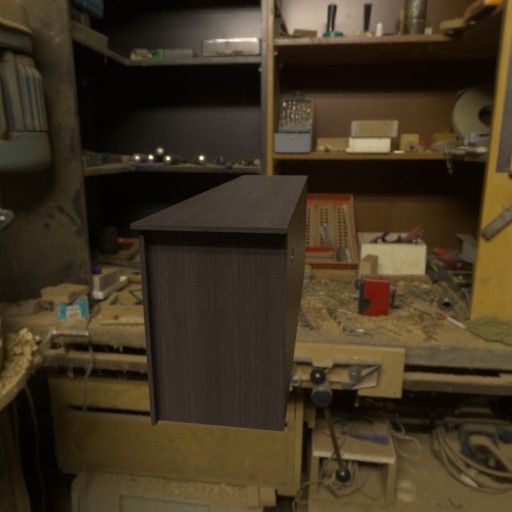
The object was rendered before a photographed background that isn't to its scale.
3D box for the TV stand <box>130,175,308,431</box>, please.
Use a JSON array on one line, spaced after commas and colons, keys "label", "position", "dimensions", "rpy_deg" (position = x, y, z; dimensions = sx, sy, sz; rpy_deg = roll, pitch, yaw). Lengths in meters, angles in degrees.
[{"label": "TV stand", "position": [0.000, 0.000, 2.051], "dimensions": [0.406, 0.610, 1.778], "rpy_deg": [2, 15, 8]}]
